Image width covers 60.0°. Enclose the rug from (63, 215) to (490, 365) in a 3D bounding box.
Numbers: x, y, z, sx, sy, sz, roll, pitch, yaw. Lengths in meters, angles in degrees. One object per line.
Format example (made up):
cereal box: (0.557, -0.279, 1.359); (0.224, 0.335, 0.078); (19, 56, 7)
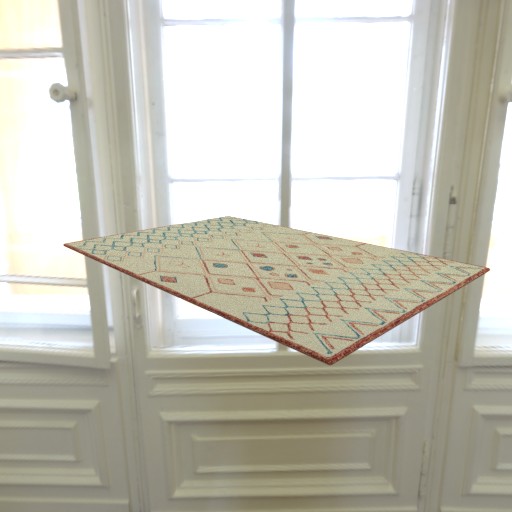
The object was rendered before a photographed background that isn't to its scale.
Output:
rug: (0.000, 0.000, 2.249); (1.219, 0.016, 1.829); (-15, 22, -42)
